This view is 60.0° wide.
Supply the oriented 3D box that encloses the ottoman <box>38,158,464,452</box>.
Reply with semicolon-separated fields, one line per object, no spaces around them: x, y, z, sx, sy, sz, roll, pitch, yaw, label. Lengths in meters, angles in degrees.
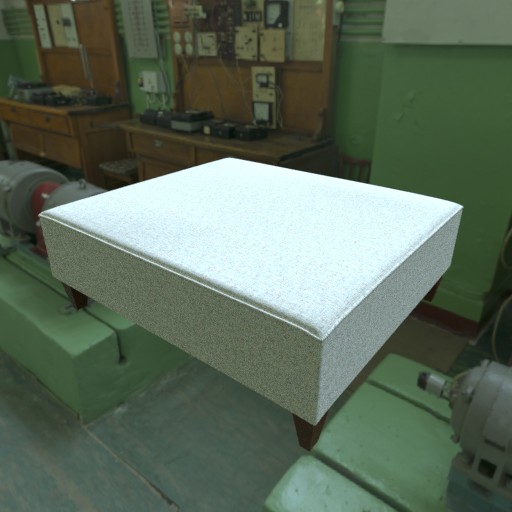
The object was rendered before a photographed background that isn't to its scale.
0.000;0.000;1.209;0.835;0.303;0.736;19;32;34;ottoman
